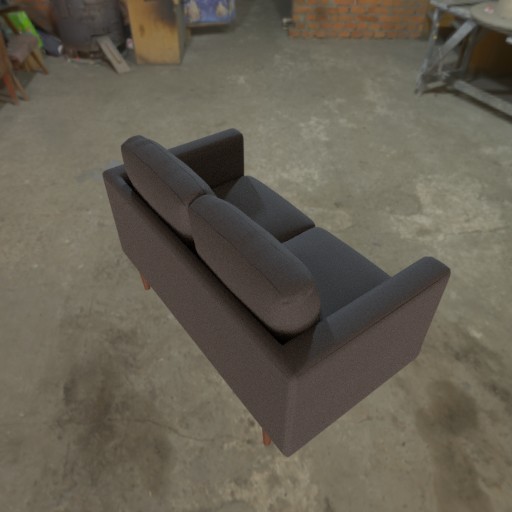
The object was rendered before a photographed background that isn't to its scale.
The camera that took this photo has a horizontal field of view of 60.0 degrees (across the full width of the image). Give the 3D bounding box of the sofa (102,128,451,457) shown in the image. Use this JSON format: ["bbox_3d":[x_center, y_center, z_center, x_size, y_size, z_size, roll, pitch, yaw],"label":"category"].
[{"bbox_3d":[0.000,0.000,2.026,0.796,0.908,1.430,-27,49,-26],"label":"sofa"}]
